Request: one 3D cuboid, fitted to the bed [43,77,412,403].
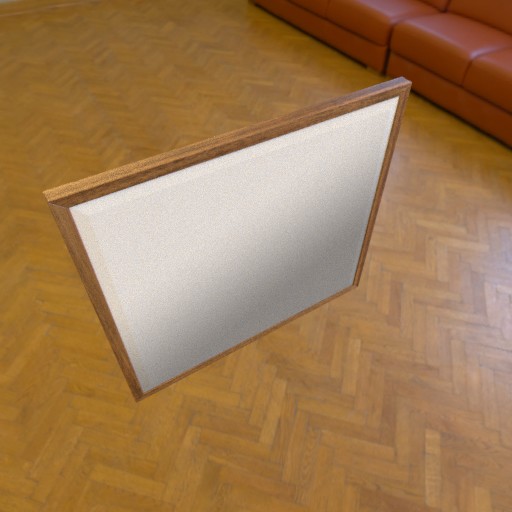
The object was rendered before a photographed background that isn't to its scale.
[{"bbox_3d":[0.000,0.000,1.460,1.041,0.940,0.043,-24,51,-21],"label":"bed"}]
